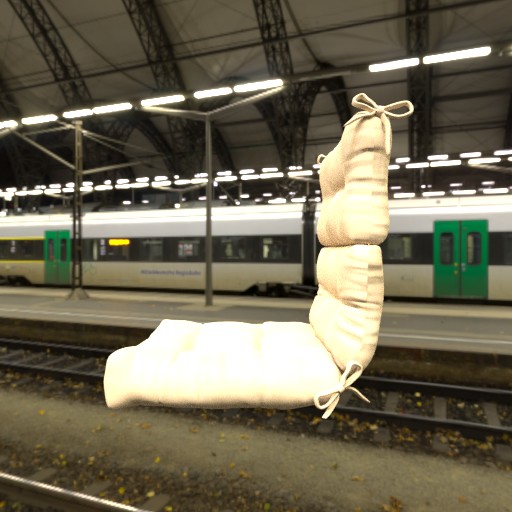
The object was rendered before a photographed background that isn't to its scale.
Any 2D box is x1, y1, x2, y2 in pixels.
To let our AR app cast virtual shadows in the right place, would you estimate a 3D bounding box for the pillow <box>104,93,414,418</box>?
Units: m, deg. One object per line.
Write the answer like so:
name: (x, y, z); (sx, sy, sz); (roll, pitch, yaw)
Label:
pillow: (0.000, 0.000, 1.033); (0.571, 0.605, 0.519); (0, 1, 1)
